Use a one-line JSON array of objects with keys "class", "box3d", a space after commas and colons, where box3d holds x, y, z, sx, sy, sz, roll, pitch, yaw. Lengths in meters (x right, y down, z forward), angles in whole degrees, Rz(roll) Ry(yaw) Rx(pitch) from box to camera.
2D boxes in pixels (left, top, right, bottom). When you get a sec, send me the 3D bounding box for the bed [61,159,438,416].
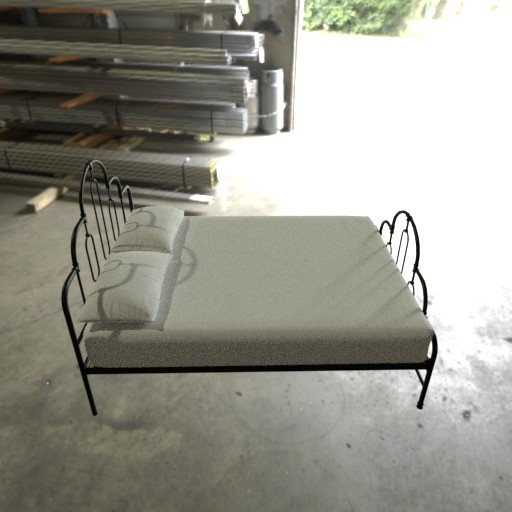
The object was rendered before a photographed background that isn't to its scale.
[{"class": "bed", "box3d": [0.000, 0.000, 3.235, 2.181, 1.444, 1.626, -1, 31, -1]}]
